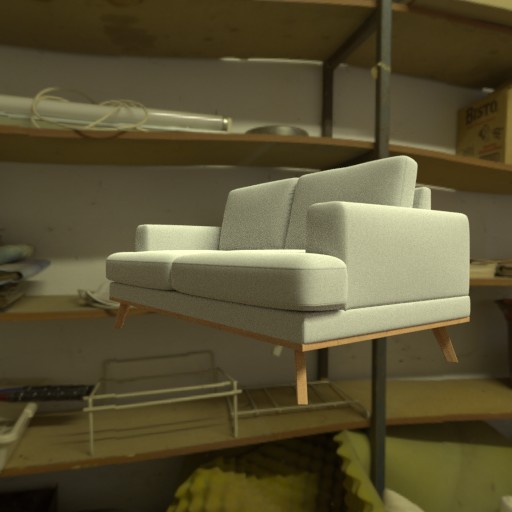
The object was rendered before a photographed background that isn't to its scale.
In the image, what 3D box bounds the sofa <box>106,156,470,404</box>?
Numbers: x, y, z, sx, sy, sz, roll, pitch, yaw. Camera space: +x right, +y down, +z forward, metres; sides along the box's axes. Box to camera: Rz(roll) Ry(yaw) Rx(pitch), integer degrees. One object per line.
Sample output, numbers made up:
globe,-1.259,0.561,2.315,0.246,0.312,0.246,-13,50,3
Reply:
sofa,0.000,0.000,2.090,0.915,0.810,1.651,0,1,-36
